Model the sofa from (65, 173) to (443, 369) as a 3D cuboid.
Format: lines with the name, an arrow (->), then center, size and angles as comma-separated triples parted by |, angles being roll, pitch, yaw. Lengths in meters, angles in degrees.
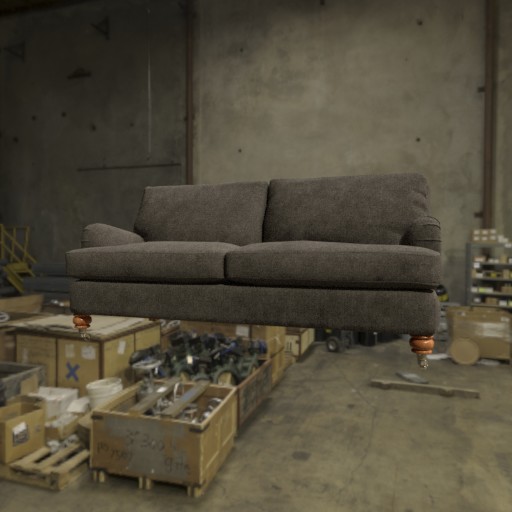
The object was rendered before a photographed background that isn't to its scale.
sofa -> 0.000, 0.000, 2.822 | 2.160, 1.054, 1.087 | 0, 1, 19
